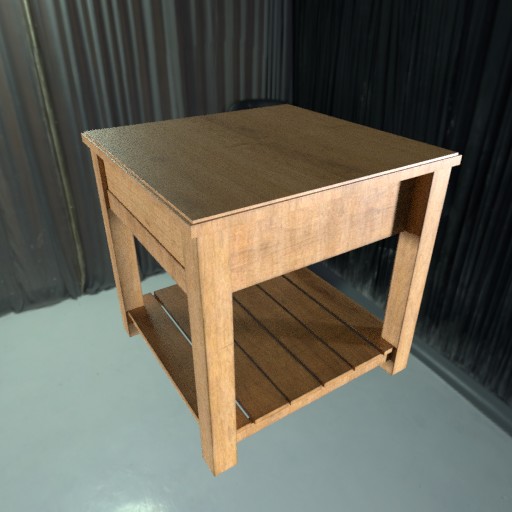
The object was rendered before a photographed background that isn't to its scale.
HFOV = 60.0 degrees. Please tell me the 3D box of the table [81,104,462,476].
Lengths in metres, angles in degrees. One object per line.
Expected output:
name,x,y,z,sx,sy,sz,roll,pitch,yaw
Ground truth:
table,0.000,0.000,1.137,0.616,0.593,0.612,-18,34,-28
